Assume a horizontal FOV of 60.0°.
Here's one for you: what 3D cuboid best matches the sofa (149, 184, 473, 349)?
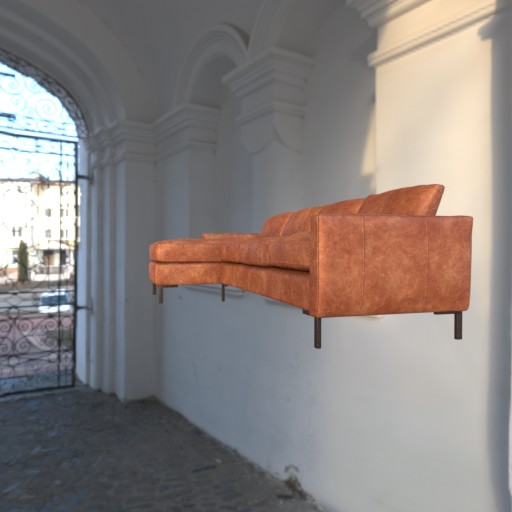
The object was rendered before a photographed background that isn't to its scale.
[{"bbox_3d":[0.000,0.000,3.524,1.471,0.859,2.993,0,1,-17],"label":"sofa"}]
